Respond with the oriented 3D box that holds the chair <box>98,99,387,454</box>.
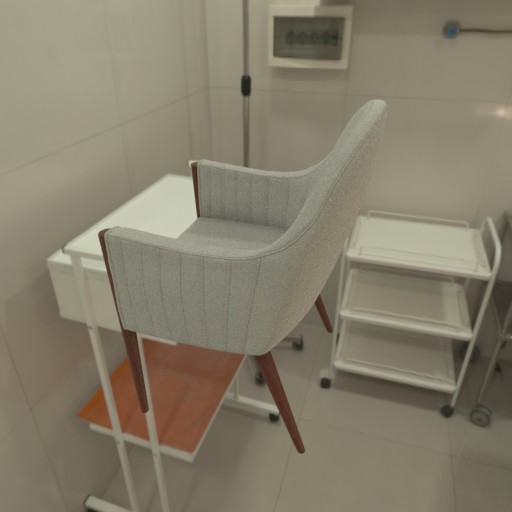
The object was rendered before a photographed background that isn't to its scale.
[{"bbox_3d":[0.000,0.000,1.288,0.620,0.889,0.610,9,31,14],"label":"chair"}]
